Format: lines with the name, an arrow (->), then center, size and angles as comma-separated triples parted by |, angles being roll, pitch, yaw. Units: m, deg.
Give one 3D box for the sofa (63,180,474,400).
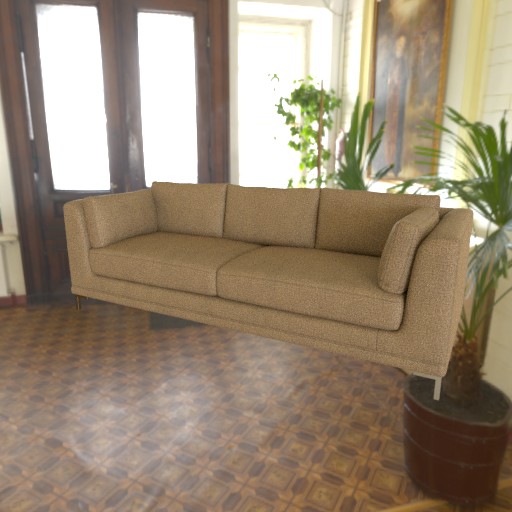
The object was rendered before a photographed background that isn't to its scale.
sofa -> 0.000, 0.000, 2.846 | 2.415, 0.867, 0.969 | 8, 16, 27
